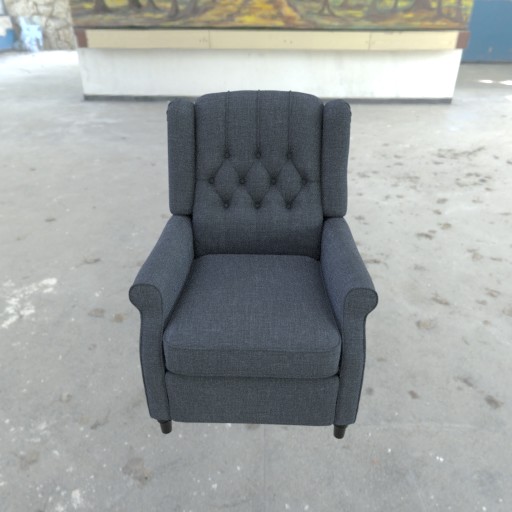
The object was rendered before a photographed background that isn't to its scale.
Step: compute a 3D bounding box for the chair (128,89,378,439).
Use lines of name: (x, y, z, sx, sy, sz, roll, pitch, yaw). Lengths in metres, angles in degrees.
chair: (0.000, 0.000, 1.612, 0.742, 1.035, 0.898, 1, 30, 2)
